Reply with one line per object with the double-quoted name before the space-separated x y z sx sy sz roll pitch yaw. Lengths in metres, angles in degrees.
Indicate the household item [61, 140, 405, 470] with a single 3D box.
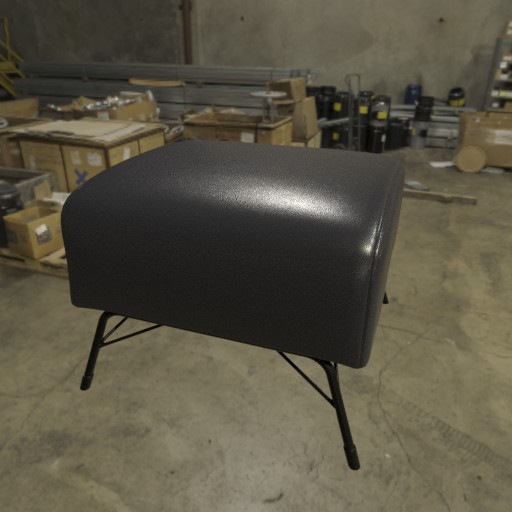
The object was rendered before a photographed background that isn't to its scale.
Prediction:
"household item" 0.000 0.000 0.898 0.530 0.410 0.530 9 27 18
